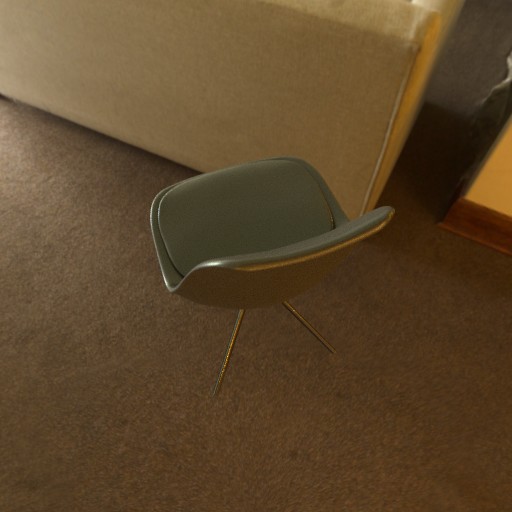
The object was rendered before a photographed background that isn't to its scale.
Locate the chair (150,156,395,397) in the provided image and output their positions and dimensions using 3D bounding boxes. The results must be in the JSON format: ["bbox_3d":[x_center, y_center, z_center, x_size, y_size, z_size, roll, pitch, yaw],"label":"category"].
[{"bbox_3d":[0.000,0.000,1.116,0.461,0.850,0.525,-17,61,-10],"label":"chair"}]
